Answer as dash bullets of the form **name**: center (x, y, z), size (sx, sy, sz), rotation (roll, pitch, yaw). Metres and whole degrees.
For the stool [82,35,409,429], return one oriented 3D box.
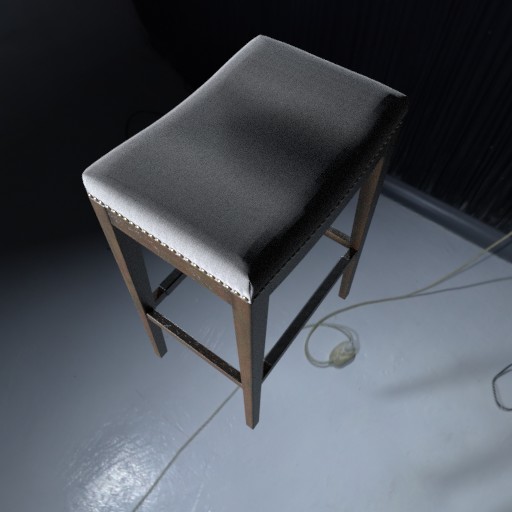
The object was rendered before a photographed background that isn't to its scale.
- **stool**: center (0.000, 0.000, 1.032), size (0.356, 0.762, 0.508), rotation (32, 63, 19)
